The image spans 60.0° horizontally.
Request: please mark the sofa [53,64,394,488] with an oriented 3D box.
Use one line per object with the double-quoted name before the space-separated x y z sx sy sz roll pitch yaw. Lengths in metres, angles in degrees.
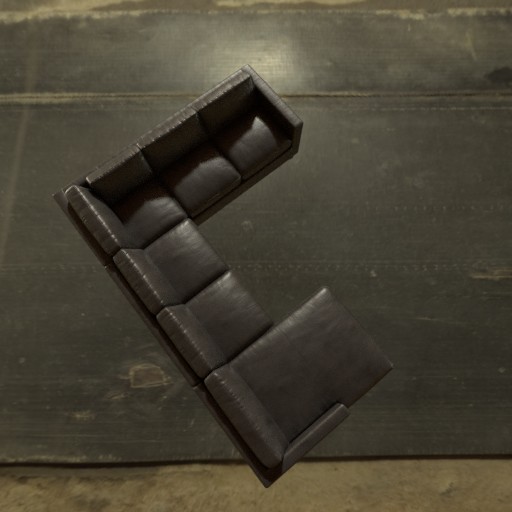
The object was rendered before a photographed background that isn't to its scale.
"sofa" 0.000 0.000 4.447 2.452 0.891 3.324 -38 77 -10
